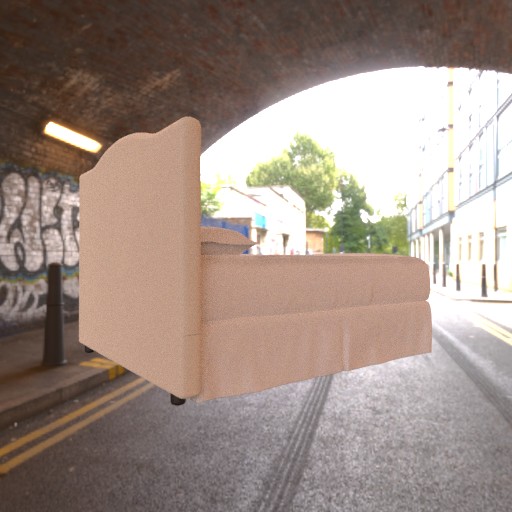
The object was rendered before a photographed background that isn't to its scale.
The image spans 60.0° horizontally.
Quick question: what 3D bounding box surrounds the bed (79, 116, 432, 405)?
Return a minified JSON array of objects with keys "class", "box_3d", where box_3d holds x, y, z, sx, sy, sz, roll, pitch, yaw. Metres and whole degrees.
[{"class":"bed","box_3d":[0.000,0.000,3.356,2.143,1.460,1.753,0,-1,-36]}]
